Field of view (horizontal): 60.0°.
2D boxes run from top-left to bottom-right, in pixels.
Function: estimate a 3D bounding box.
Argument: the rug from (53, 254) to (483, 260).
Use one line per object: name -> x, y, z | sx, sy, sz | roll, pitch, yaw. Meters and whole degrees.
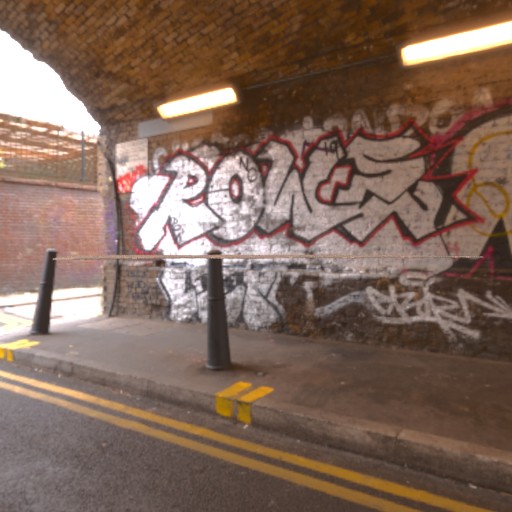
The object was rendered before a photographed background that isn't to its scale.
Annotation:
rug -> 0.000, 0.000, 2.224 | 1.754, 0.010, 1.148 | 0, 1, -18
